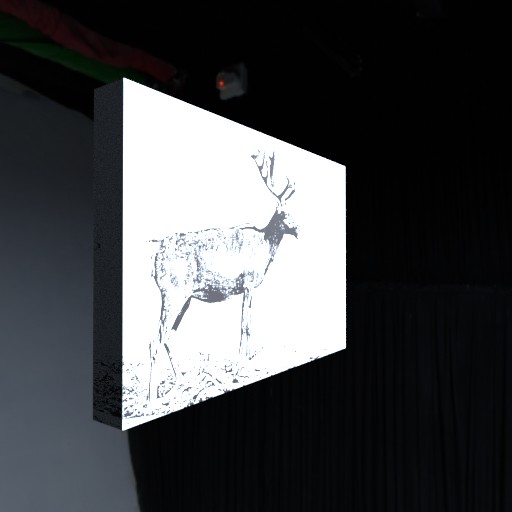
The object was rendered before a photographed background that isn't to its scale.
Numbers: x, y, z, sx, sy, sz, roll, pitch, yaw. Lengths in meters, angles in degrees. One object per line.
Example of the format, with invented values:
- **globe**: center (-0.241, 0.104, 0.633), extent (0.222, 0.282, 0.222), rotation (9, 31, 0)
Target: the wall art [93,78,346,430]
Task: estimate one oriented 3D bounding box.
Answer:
- **wall art**: center (0.000, 0.000, 0.490), extent (0.038, 0.259, 0.381), rotation (0, -1, 36)
